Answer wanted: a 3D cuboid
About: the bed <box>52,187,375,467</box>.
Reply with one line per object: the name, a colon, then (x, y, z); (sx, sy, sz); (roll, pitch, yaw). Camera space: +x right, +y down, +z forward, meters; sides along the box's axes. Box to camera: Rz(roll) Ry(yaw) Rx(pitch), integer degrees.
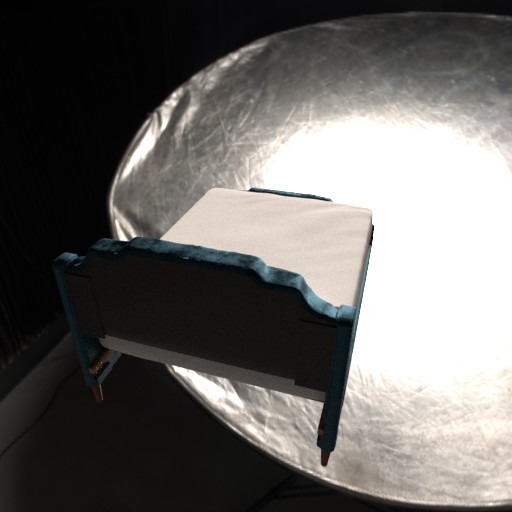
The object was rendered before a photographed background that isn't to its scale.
bed: (0.000, 0.000, 3.432); (1.678, 1.338, 2.322); (10, 33, 15)
